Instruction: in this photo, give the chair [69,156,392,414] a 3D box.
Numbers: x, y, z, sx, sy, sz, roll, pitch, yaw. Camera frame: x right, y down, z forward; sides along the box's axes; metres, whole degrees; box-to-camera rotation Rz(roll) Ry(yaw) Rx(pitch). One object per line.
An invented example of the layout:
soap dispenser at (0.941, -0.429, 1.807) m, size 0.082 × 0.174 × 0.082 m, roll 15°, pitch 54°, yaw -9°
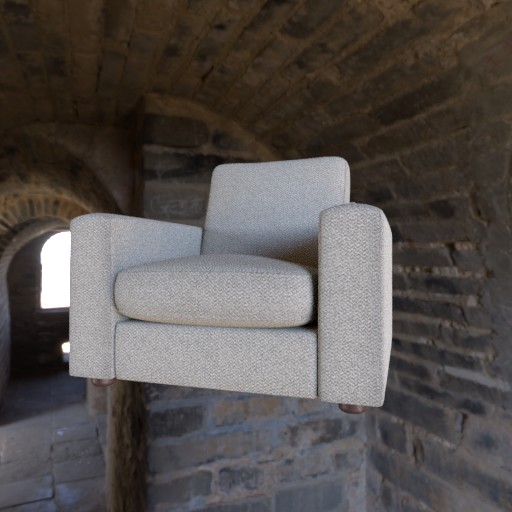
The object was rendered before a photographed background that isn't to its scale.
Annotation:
chair at (0.000, 0.000, 1.746) m, size 1.005 × 0.873 × 1.016 m, roll 0°, pitch 0°, yaw 18°
